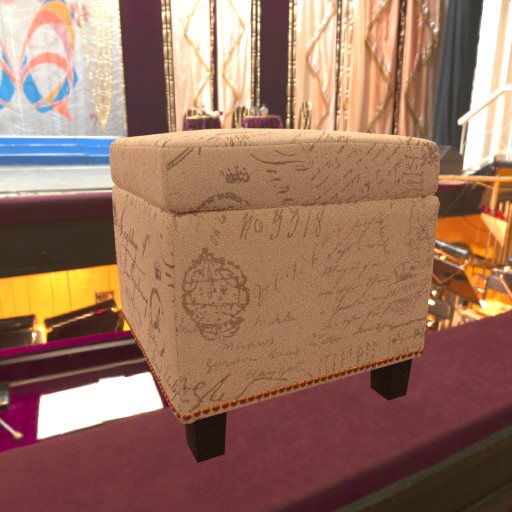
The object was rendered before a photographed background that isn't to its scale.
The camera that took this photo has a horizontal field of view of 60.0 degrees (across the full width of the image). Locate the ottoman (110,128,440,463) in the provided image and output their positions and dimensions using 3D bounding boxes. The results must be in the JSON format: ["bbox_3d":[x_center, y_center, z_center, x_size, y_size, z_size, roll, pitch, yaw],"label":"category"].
[{"bbox_3d":[0.000,0.000,0.830,0.449,0.457,0.450,-7,16,-25],"label":"ottoman"}]
